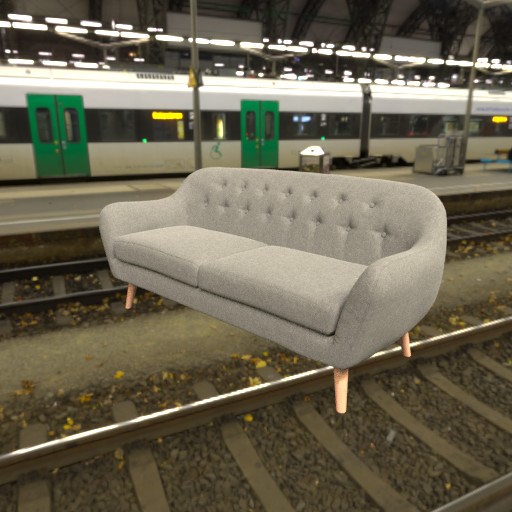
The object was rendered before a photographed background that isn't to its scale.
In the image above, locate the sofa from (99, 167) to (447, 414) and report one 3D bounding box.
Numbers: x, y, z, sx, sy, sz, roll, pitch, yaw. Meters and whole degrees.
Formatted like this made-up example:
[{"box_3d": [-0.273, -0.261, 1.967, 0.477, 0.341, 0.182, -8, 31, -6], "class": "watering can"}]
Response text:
[{"box_3d": [0.000, 0.000, 2.325, 1.840, 0.820, 0.820, 14, 21, 41], "class": "sofa"}]
